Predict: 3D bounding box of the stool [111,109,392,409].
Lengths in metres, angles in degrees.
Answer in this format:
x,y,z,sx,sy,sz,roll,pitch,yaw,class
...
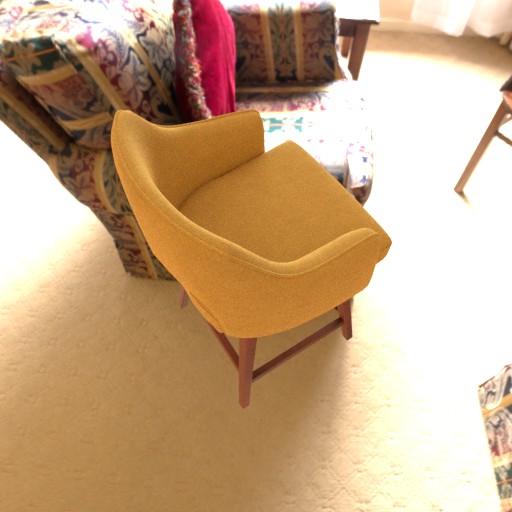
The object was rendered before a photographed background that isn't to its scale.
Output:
x,y,z,sx,sy,sz,roll,pitch,yaw,class
0.000,0.000,1.250,0.558,0.924,0.548,-28,61,-17,stool
